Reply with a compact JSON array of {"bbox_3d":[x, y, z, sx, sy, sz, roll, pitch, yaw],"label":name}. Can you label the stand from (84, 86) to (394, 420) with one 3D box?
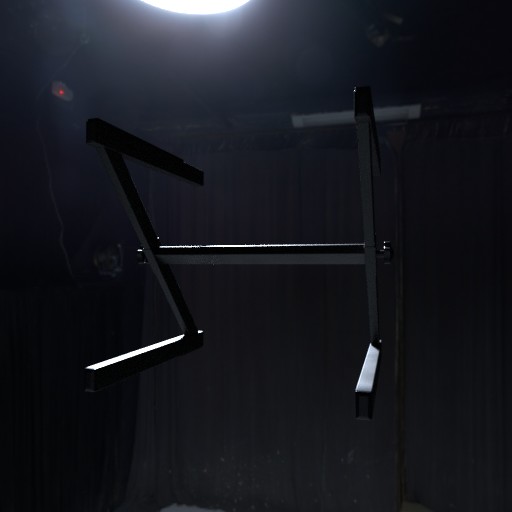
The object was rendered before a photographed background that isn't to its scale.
[{"bbox_3d":[0.000,0.000,1.179,0.700,0.617,0.586,0,-1,18],"label":"stand"}]
